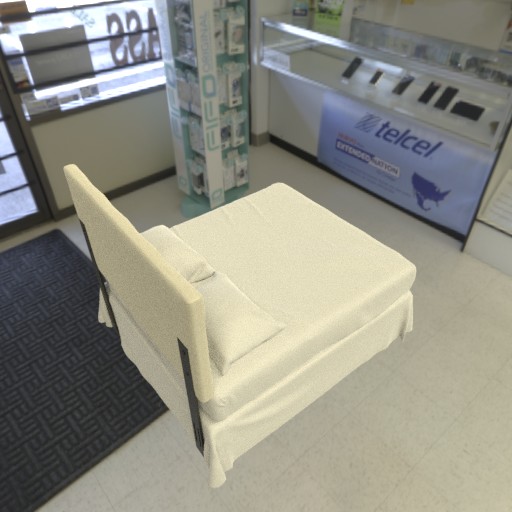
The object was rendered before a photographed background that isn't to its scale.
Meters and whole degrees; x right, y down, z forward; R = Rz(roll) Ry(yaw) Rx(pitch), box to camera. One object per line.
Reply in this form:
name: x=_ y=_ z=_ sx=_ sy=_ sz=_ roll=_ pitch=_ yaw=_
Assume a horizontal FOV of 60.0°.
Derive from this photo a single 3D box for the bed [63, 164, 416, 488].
bed: x=0.000 y=0.000 z=3.476 sx=2.222 sy=1.577 sz=1.936 roll=-27 pitch=47 yaw=-28
